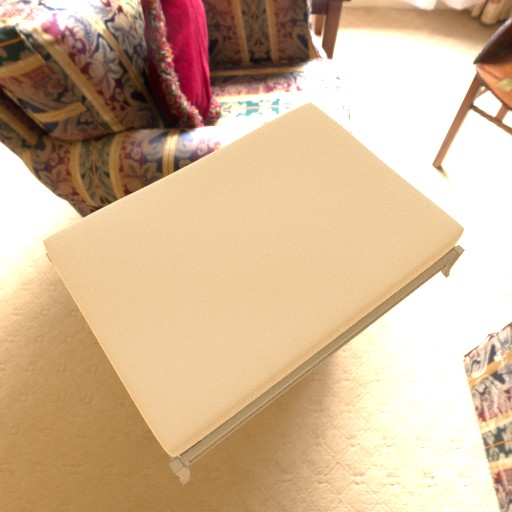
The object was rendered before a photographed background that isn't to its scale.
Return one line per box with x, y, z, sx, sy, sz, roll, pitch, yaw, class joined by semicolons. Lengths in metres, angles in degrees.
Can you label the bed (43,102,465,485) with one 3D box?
0.000;0.000;2.596;1.985;0.510;1.460;-32;64;-18;bed
